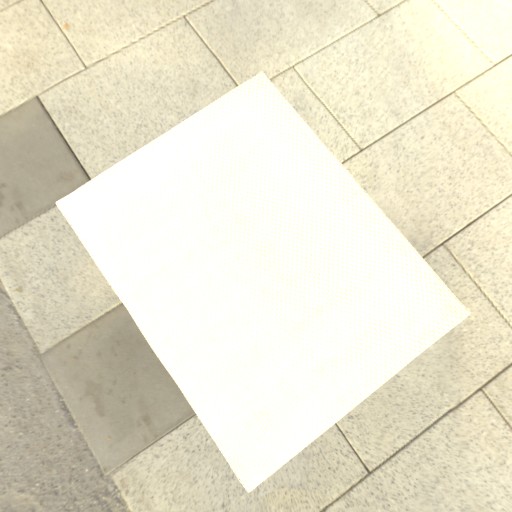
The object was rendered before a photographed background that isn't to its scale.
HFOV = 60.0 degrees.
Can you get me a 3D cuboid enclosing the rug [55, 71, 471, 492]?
[{"bbox_3d":[0.000,0.000,3.785,2.277,0.035,2.897,-36,78,-9],"label":"rug"}]
